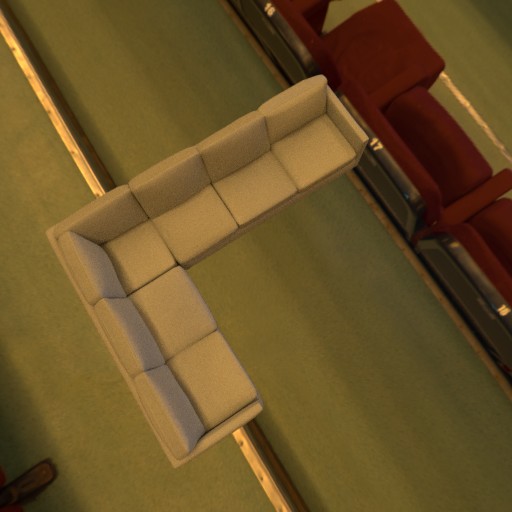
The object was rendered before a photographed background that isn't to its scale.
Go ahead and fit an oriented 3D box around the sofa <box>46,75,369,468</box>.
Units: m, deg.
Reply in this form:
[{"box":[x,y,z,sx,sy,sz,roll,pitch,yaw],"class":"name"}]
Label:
[{"box":[0.000,0.000,4.494,3.301,0.947,2.592,-32,78,-8],"class":"sofa"}]
